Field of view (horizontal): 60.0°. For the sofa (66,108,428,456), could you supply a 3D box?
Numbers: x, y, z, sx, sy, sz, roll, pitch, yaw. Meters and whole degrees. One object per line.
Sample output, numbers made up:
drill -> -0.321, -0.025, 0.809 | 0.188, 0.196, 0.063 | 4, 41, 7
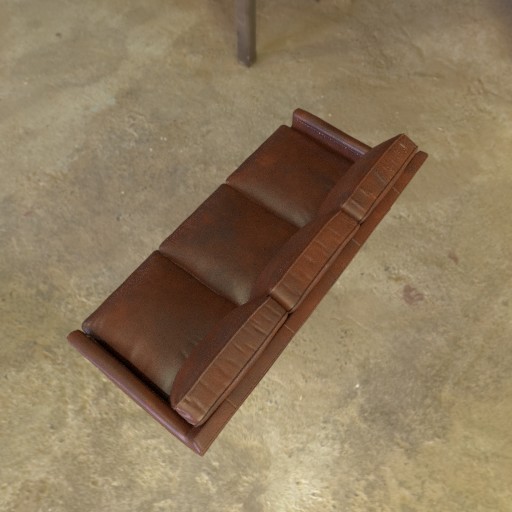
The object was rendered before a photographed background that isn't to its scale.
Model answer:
sofa -> 0.000, 0.000, 2.819 | 1.084, 1.003, 2.240 | 34, 67, 17
